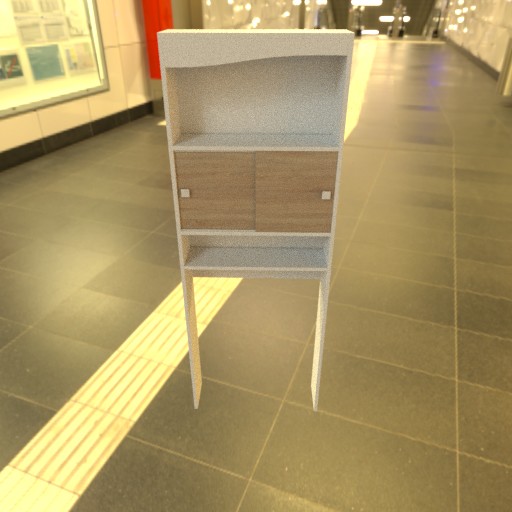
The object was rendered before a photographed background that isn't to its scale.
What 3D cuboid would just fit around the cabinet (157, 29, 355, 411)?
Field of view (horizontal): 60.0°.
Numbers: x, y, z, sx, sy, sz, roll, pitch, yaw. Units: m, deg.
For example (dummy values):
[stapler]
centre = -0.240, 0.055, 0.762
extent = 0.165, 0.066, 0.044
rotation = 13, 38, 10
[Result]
[cabinet]
centre = 0.000, 0.000, 1.953
extent = 0.643, 1.770, 0.192
rotation = 1, 30, 1
